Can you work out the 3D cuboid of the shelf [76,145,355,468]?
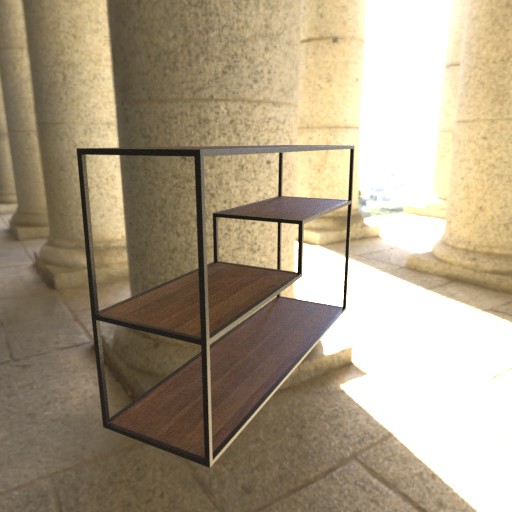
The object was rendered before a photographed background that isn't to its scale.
[{"bbox_3d":[0.000,0.000,1.594,0.361,0.765,1.201,7,16,26],"label":"shelf"}]
